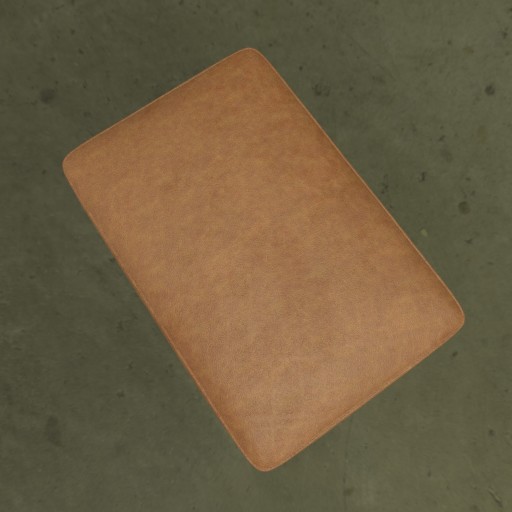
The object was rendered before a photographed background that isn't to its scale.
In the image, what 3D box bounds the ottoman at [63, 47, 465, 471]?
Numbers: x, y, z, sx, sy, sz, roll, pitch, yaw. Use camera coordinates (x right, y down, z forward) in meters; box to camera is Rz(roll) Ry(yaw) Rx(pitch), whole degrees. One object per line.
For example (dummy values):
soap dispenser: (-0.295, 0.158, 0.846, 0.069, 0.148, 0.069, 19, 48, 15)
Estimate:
ottoman: (0.000, 0.000, 1.182, 0.584, 0.483, 0.864, -34, 80, -7)
